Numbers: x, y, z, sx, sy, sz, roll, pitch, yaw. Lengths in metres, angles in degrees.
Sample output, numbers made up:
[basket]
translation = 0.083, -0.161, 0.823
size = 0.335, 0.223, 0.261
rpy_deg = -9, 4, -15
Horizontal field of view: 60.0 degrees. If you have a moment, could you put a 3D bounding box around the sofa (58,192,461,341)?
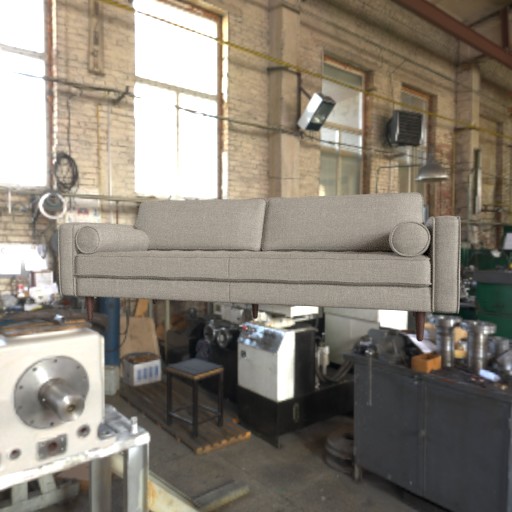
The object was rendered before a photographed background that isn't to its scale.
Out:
[sofa]
translation = 0.000, 0.000, 2.703
size = 2.211, 0.762, 0.914
rpy_deg = 1, 2, 18
